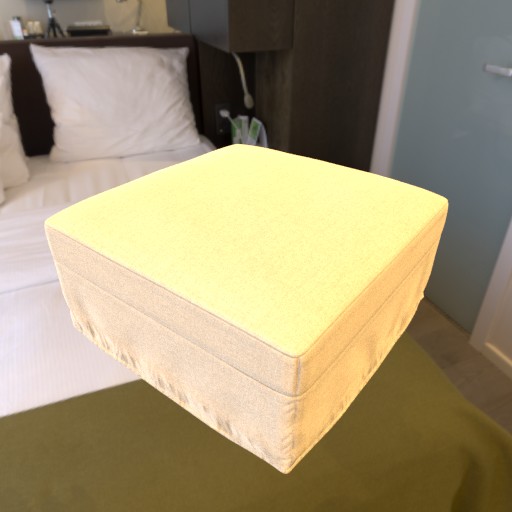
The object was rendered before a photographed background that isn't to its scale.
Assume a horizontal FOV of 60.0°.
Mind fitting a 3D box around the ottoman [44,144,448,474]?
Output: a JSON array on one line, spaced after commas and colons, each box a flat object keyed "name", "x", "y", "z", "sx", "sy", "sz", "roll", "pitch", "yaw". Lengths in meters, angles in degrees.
[{"name": "ottoman", "x": 0.000, "y": 0.000, "z": 1.324, "sx": 0.843, "sy": 0.436, "sz": 0.840, "roll": 22, "pitch": 39, "yaw": 31}]
